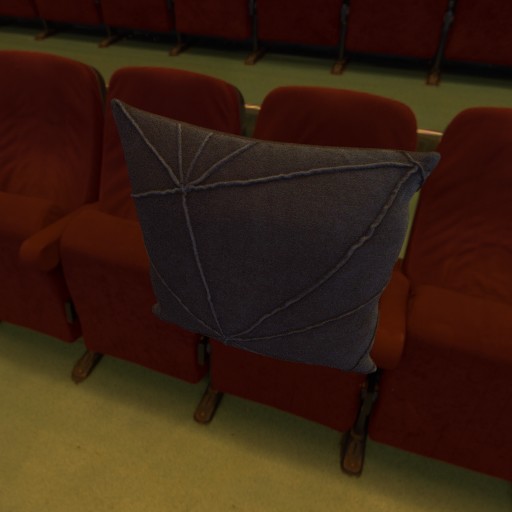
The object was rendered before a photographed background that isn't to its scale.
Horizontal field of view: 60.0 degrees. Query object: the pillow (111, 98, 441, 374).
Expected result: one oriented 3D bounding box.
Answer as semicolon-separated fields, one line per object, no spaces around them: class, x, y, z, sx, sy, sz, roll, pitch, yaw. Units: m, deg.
pillow;0.000;0.000;0.687;0.439;0.440;0.183;13;43;14
